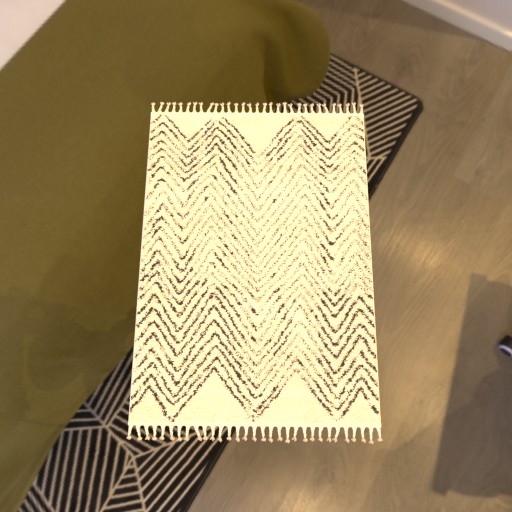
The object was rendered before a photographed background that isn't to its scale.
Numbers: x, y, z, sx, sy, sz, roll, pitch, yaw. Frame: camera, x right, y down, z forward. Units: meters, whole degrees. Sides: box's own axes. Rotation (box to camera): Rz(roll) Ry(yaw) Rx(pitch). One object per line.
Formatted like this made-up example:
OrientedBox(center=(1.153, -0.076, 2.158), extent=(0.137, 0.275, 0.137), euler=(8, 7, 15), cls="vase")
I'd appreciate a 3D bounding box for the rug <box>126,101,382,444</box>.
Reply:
OrientedBox(center=(0.000, 0.000, 2.340), extent=(1.230, 0.014, 1.847), euler=(0, 76, 0), cls="rug")
